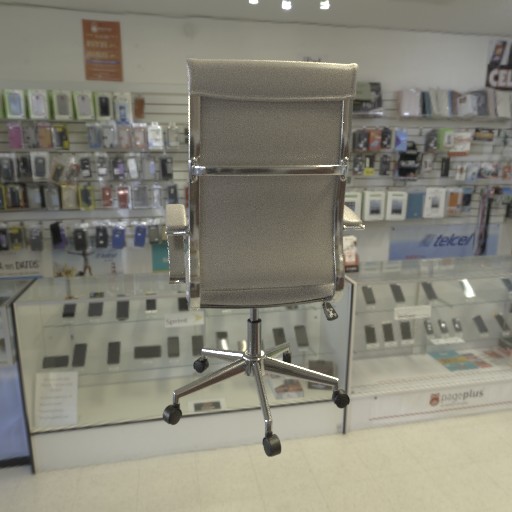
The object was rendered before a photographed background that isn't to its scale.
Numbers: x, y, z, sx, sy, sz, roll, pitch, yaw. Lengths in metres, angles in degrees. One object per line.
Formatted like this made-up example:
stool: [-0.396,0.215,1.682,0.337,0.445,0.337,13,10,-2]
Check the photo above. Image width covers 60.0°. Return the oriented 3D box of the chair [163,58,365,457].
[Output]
chair: [0.000,0.000,1.534,0.679,1.149,0.667,-2,13,-9]
